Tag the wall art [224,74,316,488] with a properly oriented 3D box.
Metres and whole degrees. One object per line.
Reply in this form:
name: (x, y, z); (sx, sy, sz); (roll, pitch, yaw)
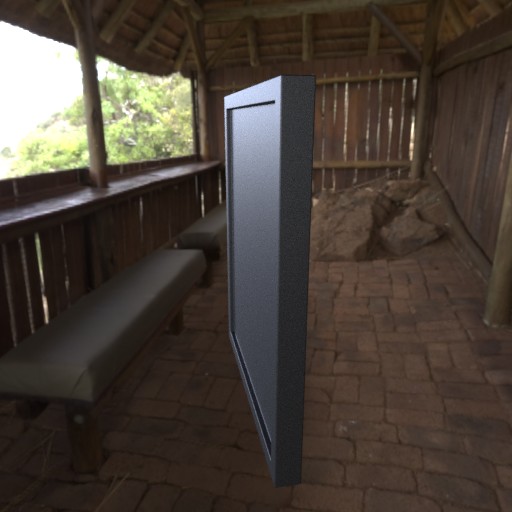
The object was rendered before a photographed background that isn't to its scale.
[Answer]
wall art: (0.000, 0.000, 0.539); (0.028, 0.381, 0.328); (-3, 17, -11)
